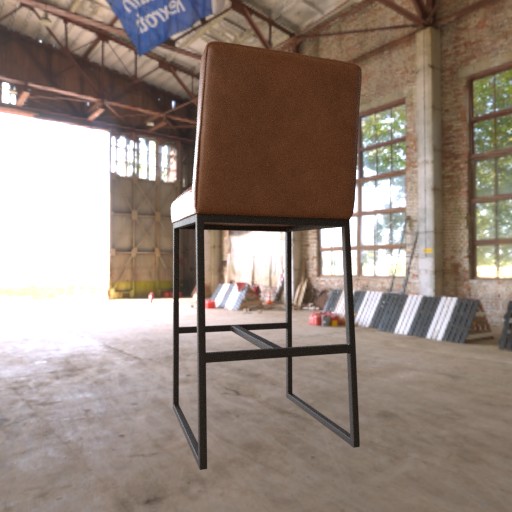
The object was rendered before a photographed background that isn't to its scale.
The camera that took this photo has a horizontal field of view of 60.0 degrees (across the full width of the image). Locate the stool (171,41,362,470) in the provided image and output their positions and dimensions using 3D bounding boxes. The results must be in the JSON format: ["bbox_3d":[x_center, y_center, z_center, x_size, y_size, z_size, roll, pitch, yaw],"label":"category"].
[{"bbox_3d":[0.000,0.000,1.364,0.458,1.040,0.556,0,-1,-18],"label":"stool"}]
